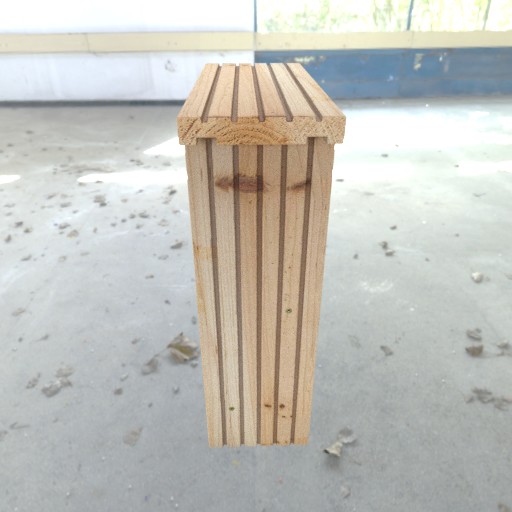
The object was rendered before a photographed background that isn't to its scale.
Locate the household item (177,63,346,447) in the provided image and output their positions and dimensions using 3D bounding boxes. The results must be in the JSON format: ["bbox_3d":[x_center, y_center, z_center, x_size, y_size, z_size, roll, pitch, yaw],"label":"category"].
[{"bbox_3d":[0.000,0.000,0.551,0.123,0.407,0.301,-1,30,-1],"label":"household item"}]
